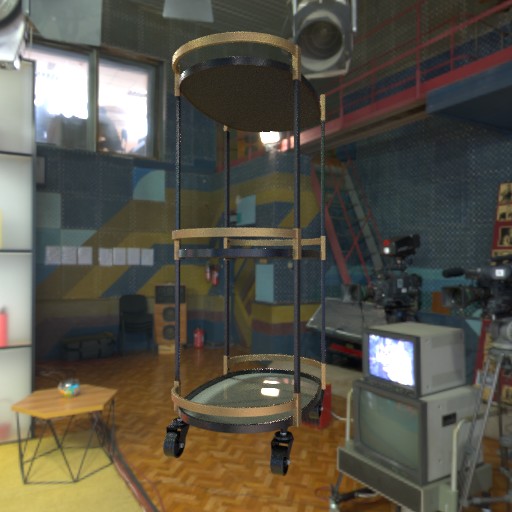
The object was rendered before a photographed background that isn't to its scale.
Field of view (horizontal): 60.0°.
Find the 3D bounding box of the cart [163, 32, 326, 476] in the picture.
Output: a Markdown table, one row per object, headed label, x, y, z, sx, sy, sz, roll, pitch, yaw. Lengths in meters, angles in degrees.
| label | x | y | z | sx | sy | sz | roll | pitch | yaw |
| --- | --- | --- | --- | --- | --- | --- | --- | --- | --- |
| cart | 0.000 | 0.000 | 1.124 | 0.311 | 0.885 | 0.515 | 0 | -1 | 19 |
